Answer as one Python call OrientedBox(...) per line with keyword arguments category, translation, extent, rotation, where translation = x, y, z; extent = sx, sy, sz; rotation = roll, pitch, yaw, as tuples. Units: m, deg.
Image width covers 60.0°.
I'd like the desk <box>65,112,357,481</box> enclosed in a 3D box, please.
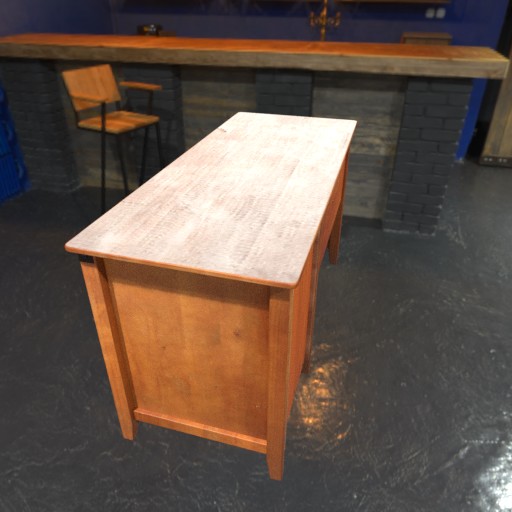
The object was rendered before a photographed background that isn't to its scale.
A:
OrientedBox(category="desk", translation=(0.000, 0.000, 1.741), extent=(0.574, 0.756, 1.353), rotation=(9, 33, 14))
